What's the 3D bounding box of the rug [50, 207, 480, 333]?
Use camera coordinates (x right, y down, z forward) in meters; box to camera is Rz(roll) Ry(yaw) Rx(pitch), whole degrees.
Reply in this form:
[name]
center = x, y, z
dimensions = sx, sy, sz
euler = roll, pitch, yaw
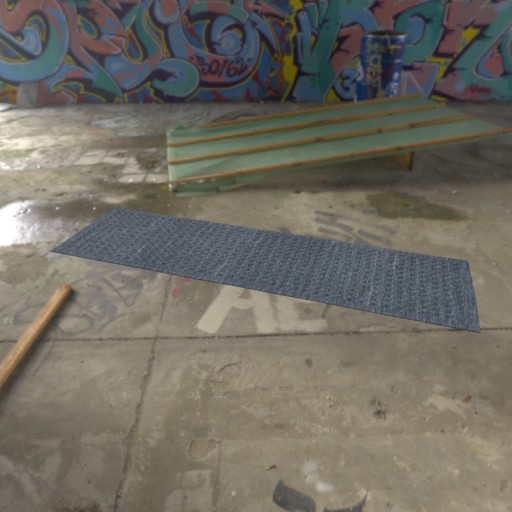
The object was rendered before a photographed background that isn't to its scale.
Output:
[rug]
center = 0.000, 0.000, 2.680
dimensions = 2.443, 0.008, 0.688
euler = 10, 32, 16
